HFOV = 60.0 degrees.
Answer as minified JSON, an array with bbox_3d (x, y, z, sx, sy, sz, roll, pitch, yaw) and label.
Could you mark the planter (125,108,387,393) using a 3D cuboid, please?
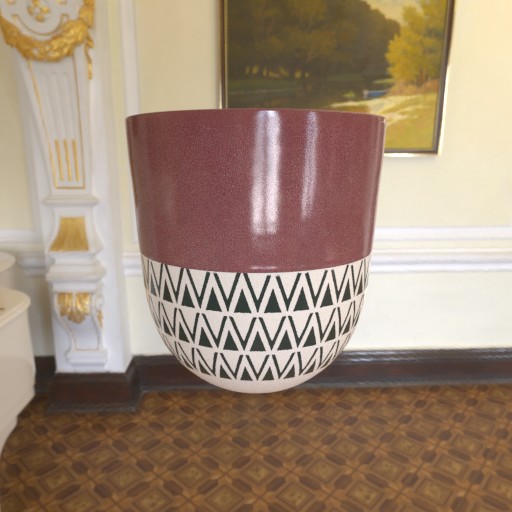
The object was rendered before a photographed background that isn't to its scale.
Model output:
[{"bbox_3d":[0.000,0.000,0.366,0.195,0.214,0.195,0,13,0],"label":"planter"}]
